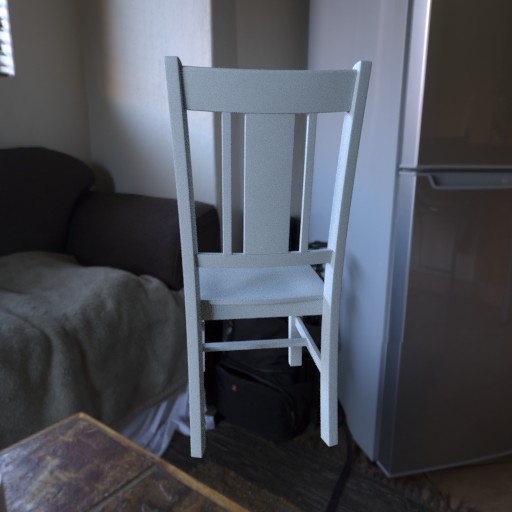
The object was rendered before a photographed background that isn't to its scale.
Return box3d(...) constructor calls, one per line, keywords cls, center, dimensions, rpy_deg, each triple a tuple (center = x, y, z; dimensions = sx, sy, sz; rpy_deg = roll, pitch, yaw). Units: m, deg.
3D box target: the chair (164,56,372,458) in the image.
box3d(cls="chair", center=(0.000, 0.000, 1.312), dimensions=(0.450, 0.998, 0.555), rpy_deg=(-2, 15, -7))
